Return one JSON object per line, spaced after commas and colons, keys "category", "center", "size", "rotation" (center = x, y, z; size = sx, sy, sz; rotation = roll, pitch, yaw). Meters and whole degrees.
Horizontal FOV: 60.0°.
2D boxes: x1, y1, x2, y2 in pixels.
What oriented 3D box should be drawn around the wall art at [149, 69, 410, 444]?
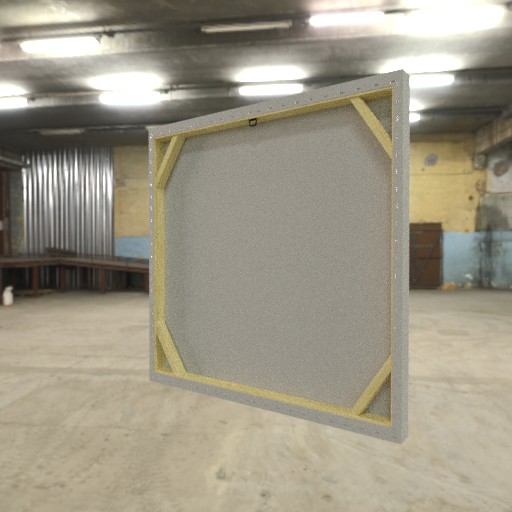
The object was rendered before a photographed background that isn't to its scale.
{"category": "wall art", "center": [0.000, 0.000, 0.911], "size": [0.610, 0.610, 0.038], "rotation": [1, 1, 36]}
